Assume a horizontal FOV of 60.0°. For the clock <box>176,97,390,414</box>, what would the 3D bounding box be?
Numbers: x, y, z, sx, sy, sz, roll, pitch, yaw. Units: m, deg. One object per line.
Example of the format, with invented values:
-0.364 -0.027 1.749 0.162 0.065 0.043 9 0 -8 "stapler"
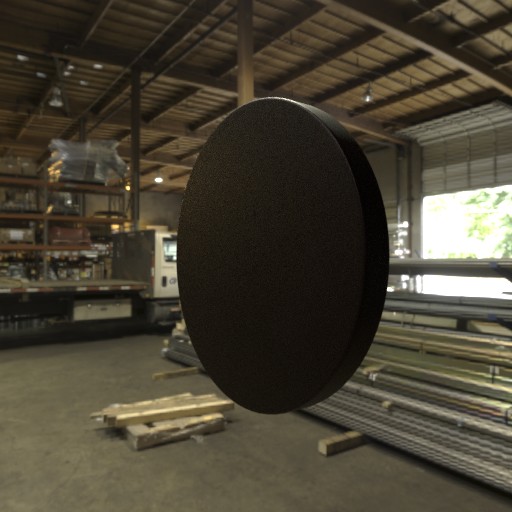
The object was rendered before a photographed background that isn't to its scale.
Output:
0.000 0.000 0.463 0.029 0.314 0.314 0 0 -37 "clock"
